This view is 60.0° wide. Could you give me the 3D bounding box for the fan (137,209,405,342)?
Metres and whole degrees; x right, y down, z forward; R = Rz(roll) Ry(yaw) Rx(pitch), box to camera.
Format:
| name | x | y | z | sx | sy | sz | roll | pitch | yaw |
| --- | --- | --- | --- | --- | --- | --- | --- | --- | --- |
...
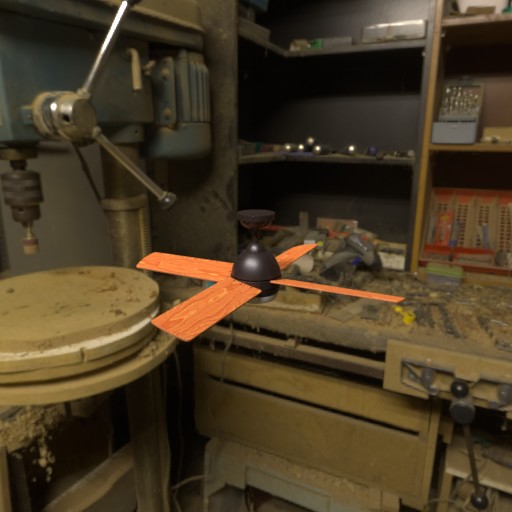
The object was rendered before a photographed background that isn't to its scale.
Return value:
| name | x | y | z | sx | sy | sz | roll | pitch | yaw |
| --- | --- | --- | --- | --- | --- | --- | --- | --- | --- |
| fan | 0.000 | 0.000 | 2.042 | 1.332 | 0.403 | 1.332 | 8 | 17 | 26 |
